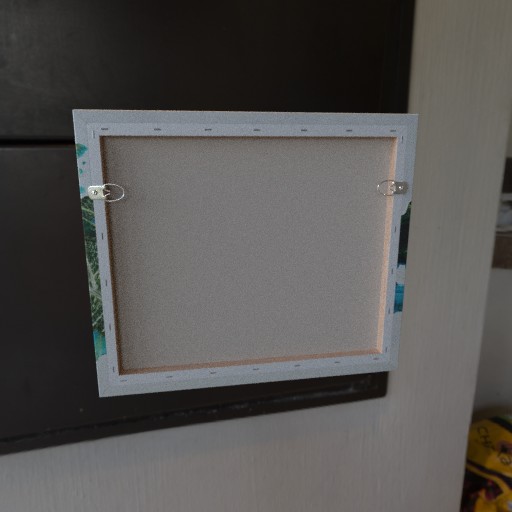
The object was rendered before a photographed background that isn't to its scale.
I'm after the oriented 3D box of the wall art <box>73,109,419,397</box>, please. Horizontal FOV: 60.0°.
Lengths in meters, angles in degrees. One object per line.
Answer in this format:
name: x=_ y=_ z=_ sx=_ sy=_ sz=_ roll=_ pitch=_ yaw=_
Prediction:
wall art: x=0.000 y=0.000 z=0.987 sx=0.711 sy=0.610 sz=0.043 roll=-2 pitch=14 yaw=-10
